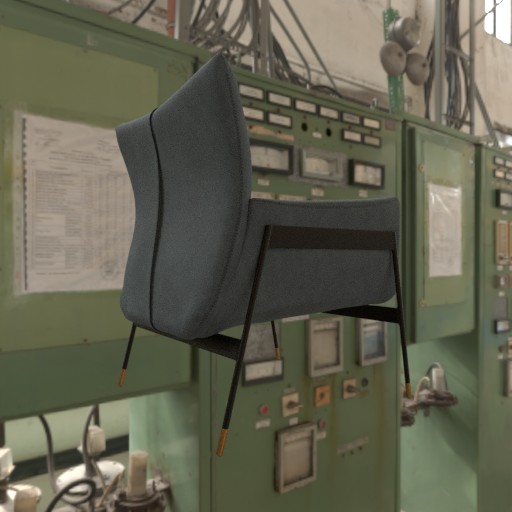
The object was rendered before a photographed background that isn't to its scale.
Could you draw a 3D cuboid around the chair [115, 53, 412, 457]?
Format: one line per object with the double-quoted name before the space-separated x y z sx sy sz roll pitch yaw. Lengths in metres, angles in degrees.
"chair" 0.000 0.000 1.390 0.709 0.858 0.678 0 0 -36
